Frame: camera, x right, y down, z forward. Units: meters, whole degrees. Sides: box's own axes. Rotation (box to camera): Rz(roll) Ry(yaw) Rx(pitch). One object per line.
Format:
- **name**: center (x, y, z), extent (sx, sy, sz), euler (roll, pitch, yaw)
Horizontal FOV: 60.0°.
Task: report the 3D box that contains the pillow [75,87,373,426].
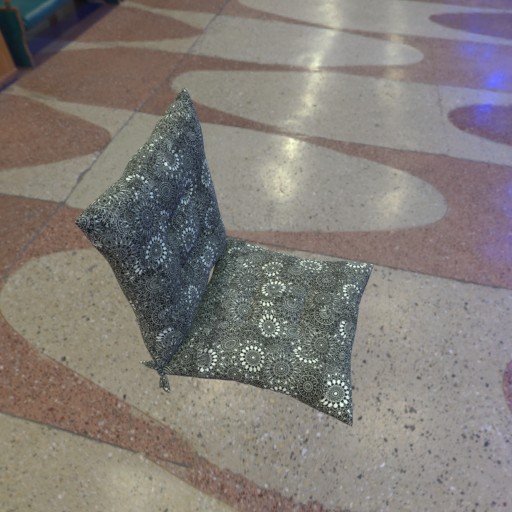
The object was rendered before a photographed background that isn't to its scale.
- **pillow**: center (0.000, 0.000, 1.046), extent (0.585, 0.536, 0.541), euler (11, 47, 10)
